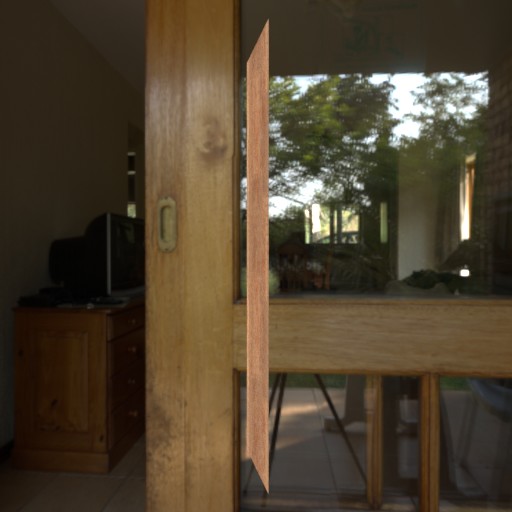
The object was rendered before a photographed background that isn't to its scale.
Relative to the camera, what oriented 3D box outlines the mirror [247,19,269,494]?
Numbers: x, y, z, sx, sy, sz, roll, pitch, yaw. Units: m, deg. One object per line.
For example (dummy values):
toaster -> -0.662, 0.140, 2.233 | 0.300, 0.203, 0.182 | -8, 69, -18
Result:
mirror -> 0.000, 0.000, 1.266 | 0.047, 1.010, 0.651 | 0, 1, -1
